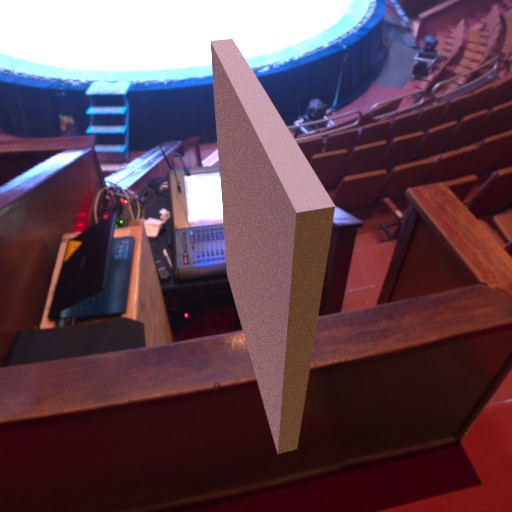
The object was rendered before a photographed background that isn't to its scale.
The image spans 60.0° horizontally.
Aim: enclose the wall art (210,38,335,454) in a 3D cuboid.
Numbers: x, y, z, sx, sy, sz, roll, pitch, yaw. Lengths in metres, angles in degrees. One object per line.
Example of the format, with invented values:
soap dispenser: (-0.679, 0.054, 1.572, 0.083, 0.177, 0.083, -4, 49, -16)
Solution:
wall art: (0.000, 0.000, 0.755, 0.039, 0.553, 0.451, -10, 46, -10)
